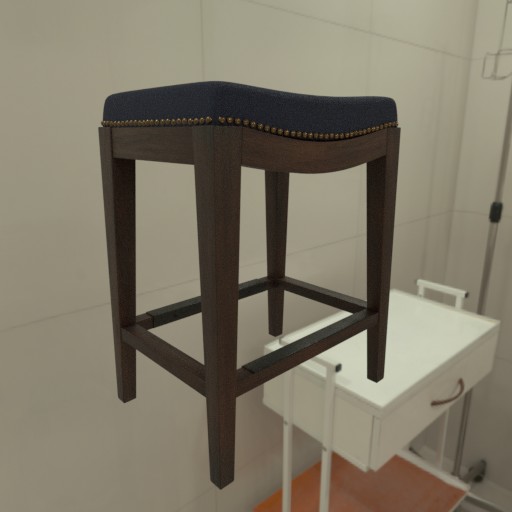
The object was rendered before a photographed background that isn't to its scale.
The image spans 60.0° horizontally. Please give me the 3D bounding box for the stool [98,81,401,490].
[{"bbox_3d":[0.000,0.000,0.934,0.500,0.642,0.361,-14,21,-41],"label":"stool"}]
